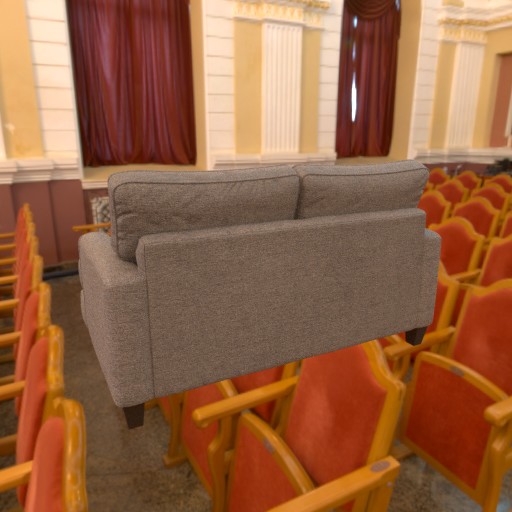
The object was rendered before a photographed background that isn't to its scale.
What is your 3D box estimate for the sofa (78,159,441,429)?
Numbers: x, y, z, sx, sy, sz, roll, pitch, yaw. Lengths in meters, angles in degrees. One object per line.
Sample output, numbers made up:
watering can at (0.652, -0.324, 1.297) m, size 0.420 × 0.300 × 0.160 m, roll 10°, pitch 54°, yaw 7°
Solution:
sofa at (0.000, 0.000, 2.273) m, size 1.651 × 0.965 × 0.965 m, roll -8°, pitch 17°, yaw -27°
